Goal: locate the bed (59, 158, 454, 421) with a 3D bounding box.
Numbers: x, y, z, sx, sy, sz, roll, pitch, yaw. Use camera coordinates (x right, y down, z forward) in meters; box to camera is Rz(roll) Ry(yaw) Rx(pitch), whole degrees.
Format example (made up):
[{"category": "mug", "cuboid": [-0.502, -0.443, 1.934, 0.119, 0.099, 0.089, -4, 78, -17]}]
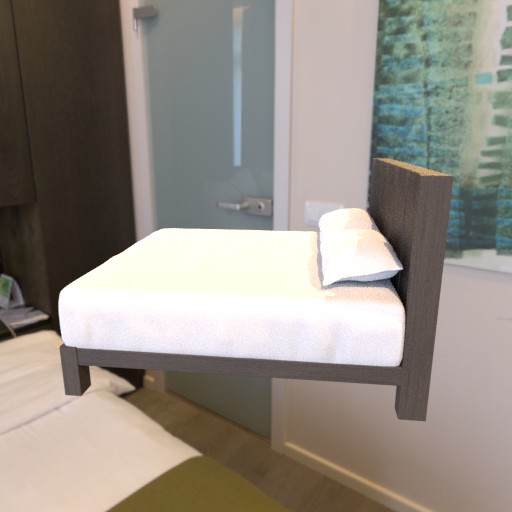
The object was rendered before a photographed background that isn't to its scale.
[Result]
[{"category": "bed", "cuboid": [0.000, 0.000, 3.081, 1.992, 1.261, 1.735, 2, 15, 7]}]
